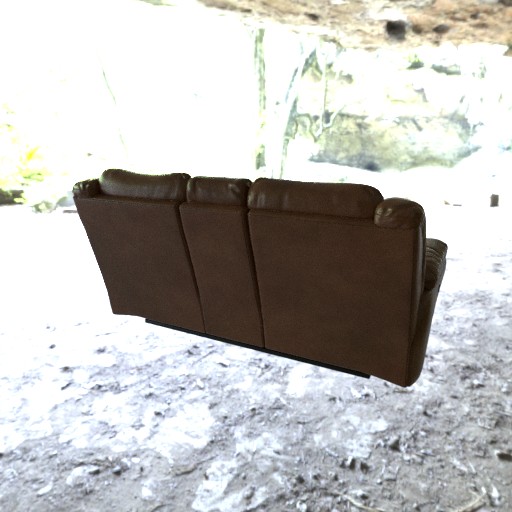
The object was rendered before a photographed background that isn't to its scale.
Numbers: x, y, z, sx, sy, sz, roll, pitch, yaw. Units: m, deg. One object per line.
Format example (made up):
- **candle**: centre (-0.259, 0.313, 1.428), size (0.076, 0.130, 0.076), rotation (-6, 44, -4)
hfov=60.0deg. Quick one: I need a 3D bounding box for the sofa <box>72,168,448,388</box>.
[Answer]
- **sofa**: centre (0.000, 0.000, 2.666), size (2.058, 1.043, 0.991), rotation (8, 18, 27)
